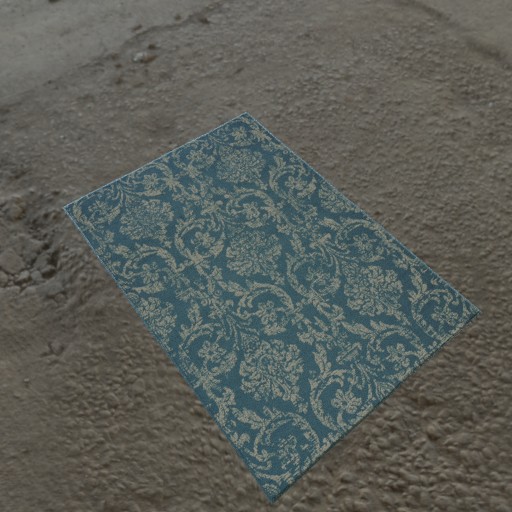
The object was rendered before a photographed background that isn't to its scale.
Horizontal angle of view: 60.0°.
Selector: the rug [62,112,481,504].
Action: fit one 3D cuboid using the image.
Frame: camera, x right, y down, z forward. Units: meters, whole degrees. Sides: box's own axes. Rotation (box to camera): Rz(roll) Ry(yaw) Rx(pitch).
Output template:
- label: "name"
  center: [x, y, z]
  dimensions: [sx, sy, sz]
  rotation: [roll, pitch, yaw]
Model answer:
- label: "rug"
  center: [0.000, 0.000, 2.746]
  dimensions: [1.554, 0.012, 2.205]
  rotation: [-34, 63, -20]
